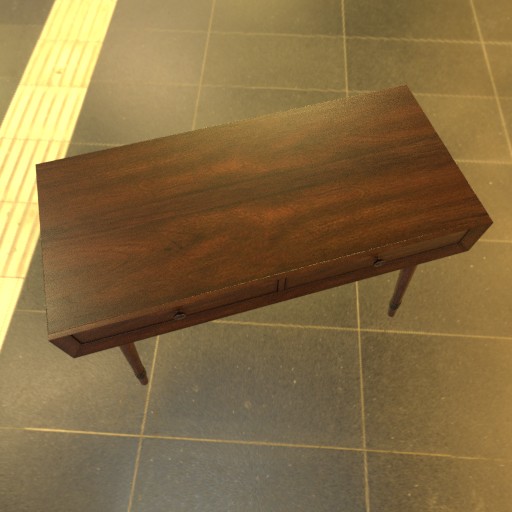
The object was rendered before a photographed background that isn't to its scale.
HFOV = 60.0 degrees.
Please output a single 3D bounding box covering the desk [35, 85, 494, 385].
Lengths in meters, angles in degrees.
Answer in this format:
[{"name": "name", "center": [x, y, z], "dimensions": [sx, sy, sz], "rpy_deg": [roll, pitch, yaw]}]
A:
[{"name": "desk", "center": [0.000, 0.000, 2.118], "dimensions": [1.577, 1.031, 0.734], "rpy_deg": [-14, 63, -7]}]
